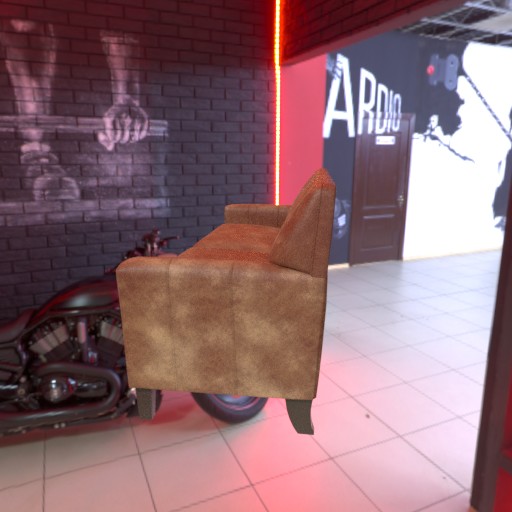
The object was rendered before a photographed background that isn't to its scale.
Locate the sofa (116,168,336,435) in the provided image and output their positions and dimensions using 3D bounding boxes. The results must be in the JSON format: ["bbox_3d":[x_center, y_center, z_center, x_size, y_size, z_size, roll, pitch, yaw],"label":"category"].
[{"bbox_3d":[0.000,0.000,2.553,0.805,0.947,2.053,2,13,8],"label":"sofa"}]
